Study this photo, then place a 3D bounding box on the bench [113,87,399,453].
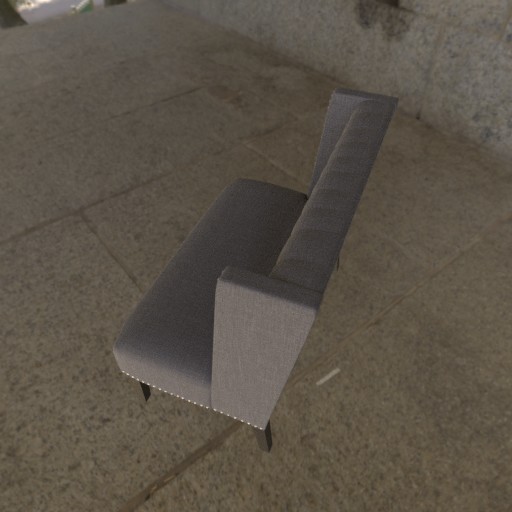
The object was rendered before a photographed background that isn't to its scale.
[{"bbox_3d":[0.000,0.000,2.039,0.842,1.121,1.276,16,48,15],"label":"bench"}]
